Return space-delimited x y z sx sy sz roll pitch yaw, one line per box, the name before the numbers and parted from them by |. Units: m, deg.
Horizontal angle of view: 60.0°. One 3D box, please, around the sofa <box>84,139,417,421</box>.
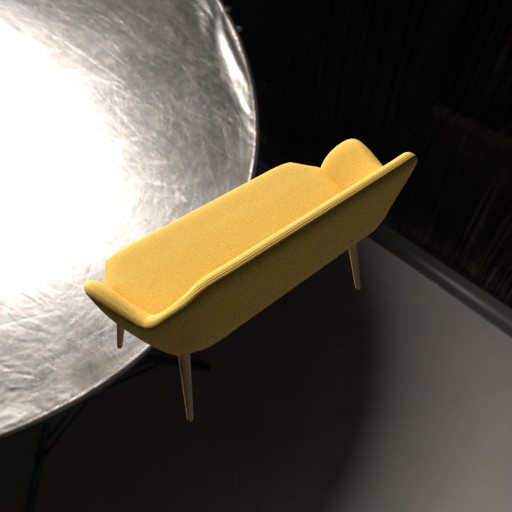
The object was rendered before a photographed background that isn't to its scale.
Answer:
sofa | 0.000 0.000 1.614 1.150 0.840 0.610 -32 55 -26
